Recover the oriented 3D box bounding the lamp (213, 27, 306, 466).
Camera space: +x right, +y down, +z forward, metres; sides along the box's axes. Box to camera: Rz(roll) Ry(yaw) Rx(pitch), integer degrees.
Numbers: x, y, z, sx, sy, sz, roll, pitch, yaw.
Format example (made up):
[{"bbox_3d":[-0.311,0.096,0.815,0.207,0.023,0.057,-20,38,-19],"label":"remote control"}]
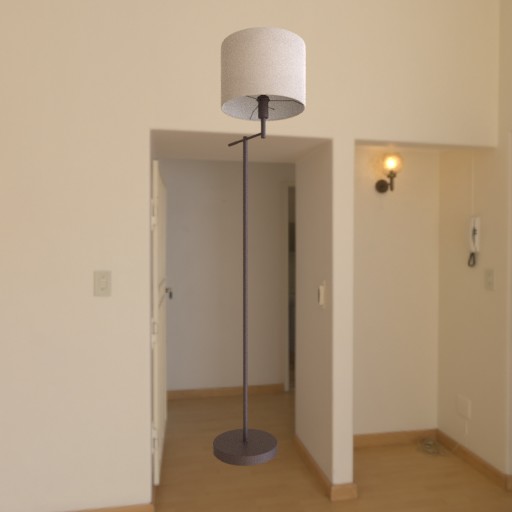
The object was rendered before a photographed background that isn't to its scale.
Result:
[{"bbox_3d":[0.000,0.000,1.750,0.324,1.600,0.416,0,1,-36],"label":"lamp"}]
